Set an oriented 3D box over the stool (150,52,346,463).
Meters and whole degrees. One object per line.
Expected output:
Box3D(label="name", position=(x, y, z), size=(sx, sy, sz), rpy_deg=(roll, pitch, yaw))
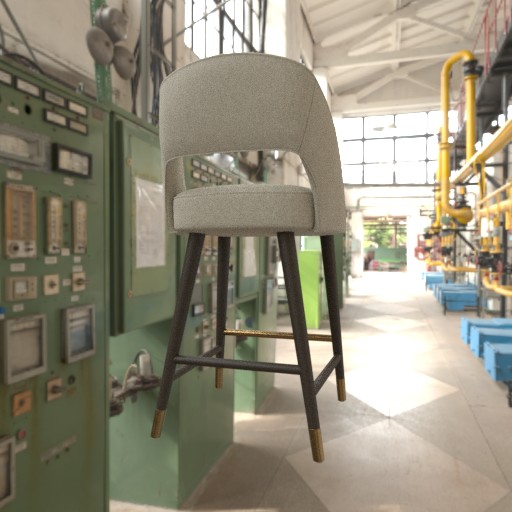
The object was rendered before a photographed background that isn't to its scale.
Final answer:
Box3D(label="stool", position=(0.000, 0.000, 1.261), size=(0.494, 0.940, 0.509), rpy_deg=(0, 1, 18))
